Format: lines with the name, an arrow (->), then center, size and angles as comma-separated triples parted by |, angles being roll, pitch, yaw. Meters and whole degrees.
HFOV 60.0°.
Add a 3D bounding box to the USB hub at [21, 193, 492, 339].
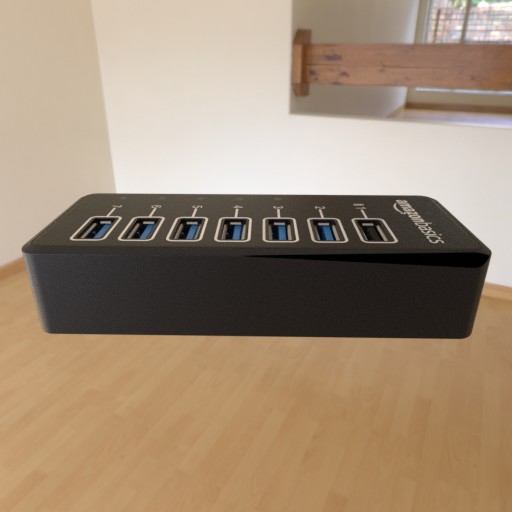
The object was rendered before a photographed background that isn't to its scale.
USB hub -> 0.000, 0.000, 0.124 | 0.110, 0.023, 0.044 | 1, 26, 1
